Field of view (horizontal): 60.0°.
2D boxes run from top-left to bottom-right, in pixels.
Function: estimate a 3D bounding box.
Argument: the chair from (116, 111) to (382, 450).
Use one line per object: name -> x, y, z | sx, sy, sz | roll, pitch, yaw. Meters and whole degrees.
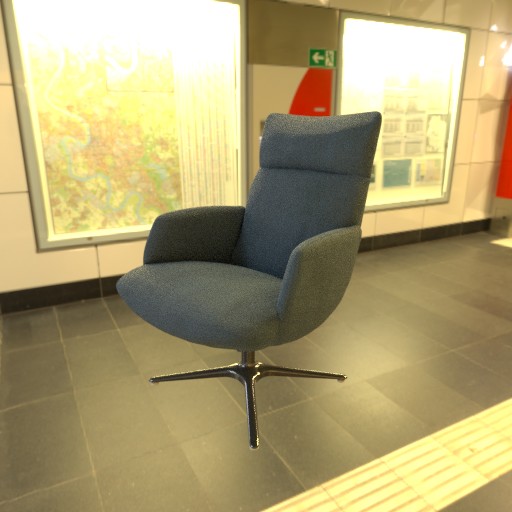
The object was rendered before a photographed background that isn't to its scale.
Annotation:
chair -> 0.000, 0.000, 1.626 | 0.711, 1.016, 0.889 | 15, 22, 40
